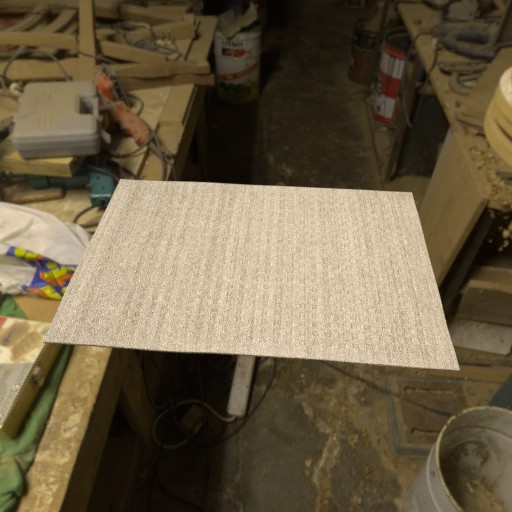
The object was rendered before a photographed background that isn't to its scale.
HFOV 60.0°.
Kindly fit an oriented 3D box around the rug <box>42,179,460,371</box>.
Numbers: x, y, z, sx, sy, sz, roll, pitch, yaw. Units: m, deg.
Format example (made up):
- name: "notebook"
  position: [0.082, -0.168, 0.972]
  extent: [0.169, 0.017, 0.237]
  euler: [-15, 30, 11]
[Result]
- name: "rug"
  position: [0.000, 0.000, 2.949]
  extent: [2.297, 0.018, 1.532]
  euler: [3, 46, 3]
